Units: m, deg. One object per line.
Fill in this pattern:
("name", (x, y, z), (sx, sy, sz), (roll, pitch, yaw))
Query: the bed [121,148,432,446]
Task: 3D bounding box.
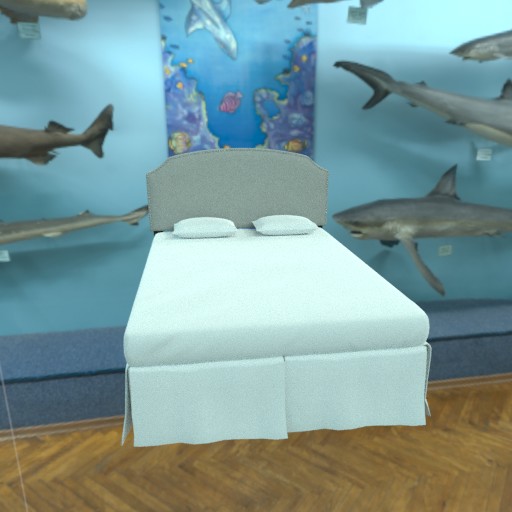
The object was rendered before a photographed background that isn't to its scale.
("bed", (0.000, 0.000, 2.906), (1.558, 1.270, 1.999), (-2, 17, -8))
